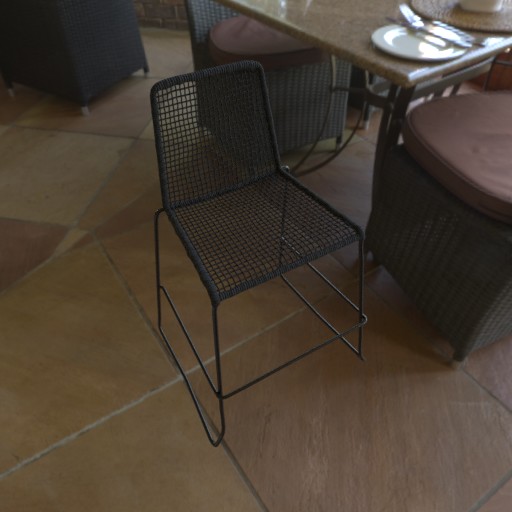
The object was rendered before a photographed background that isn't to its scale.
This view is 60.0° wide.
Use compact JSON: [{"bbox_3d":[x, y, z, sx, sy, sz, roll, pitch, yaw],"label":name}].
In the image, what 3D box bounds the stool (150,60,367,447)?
[{"bbox_3d":[0.000,0.000,1.267,0.590,0.905,0.509,-23,49,-21],"label":"stool"}]
